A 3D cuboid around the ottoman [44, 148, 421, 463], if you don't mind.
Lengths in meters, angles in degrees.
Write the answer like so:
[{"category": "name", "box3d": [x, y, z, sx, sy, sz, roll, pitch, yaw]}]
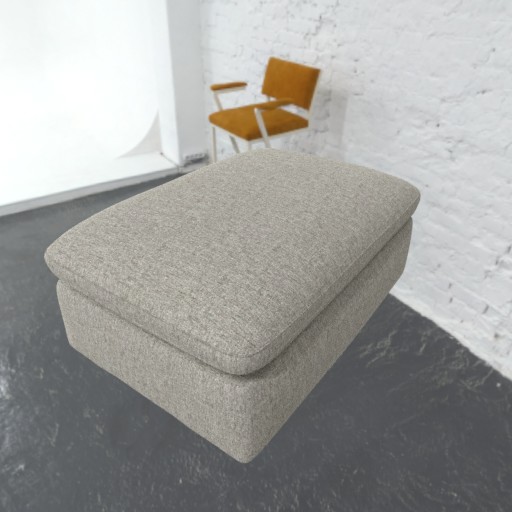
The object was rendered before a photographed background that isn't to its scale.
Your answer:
[{"category": "ottoman", "box3d": [0.000, 0.000, 1.346, 0.694, 0.451, 0.977, 21, 37, 30]}]
